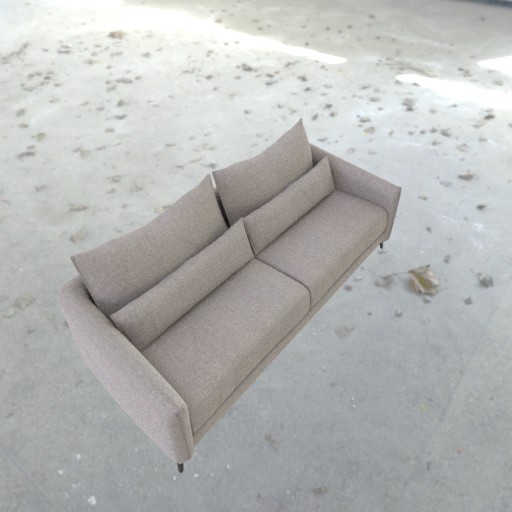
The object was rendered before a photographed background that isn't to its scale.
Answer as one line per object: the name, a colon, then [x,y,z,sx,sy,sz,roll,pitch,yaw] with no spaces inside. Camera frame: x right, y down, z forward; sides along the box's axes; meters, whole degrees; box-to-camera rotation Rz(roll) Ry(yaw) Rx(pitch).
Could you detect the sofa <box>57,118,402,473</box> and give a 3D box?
sofa: [0.000,0.000,2.462,0.809,0.833,2.022,28,49,28]
